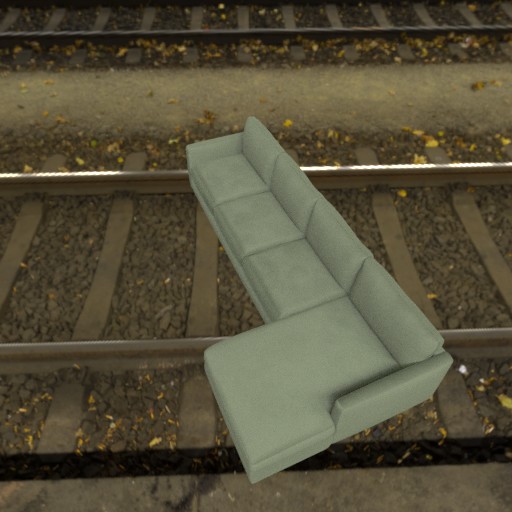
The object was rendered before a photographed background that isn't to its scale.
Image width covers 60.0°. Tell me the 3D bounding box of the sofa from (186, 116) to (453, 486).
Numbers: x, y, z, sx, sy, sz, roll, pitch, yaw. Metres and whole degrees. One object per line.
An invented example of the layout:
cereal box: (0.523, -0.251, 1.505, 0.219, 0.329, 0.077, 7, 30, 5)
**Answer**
sofa: (0.000, 0.000, 3.260, 1.255, 0.756, 2.725, -17, 49, -16)
